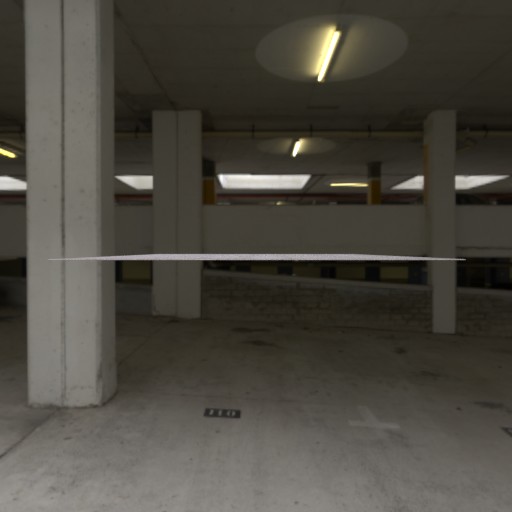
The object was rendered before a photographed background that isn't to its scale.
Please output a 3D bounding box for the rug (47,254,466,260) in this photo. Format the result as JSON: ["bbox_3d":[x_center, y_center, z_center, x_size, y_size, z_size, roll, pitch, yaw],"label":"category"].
[{"bbox_3d":[0.000,0.000,3.961,2.391,0.005,2.880,0,1,0],"label":"rug"}]
